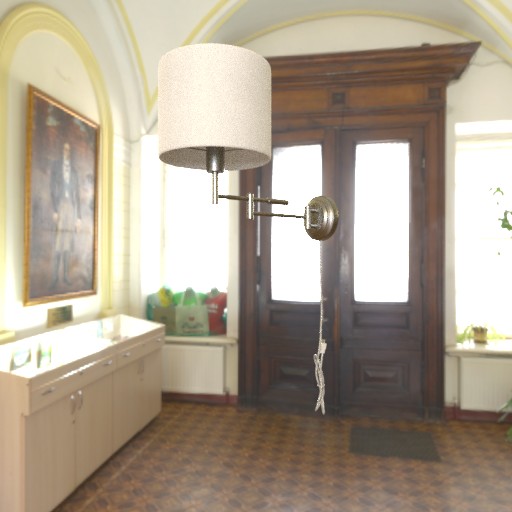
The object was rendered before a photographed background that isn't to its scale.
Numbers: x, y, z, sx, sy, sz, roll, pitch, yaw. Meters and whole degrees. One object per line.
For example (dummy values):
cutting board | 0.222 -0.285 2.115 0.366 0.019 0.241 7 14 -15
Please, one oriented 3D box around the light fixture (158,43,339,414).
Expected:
light fixture | 0.000 0.000 1.067 0.479 0.842 0.253 0 0 -35
